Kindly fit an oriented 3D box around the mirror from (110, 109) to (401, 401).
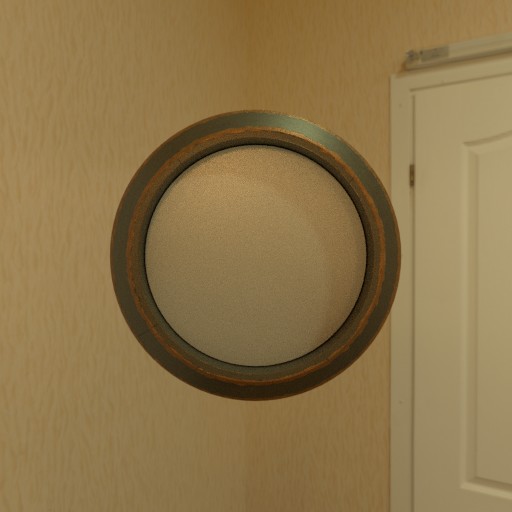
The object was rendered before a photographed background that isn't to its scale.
[{"bbox_3d":[0.000,0.000,1.361,0.907,0.907,0.111,0,1,0],"label":"mirror"}]
